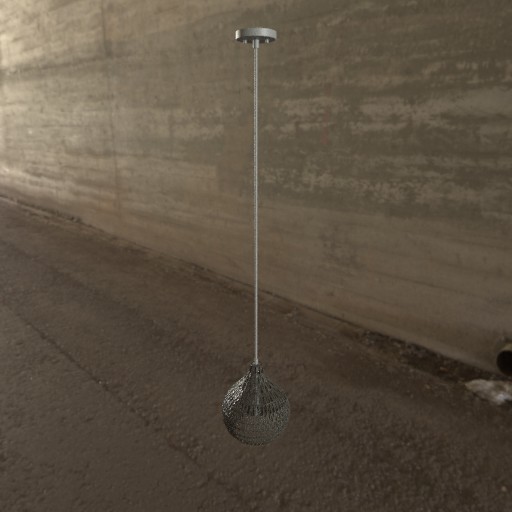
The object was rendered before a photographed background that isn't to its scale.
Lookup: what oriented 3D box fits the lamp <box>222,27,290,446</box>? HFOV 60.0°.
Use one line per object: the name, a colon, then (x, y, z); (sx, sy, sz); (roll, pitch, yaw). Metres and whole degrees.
lamp: (0.000, 0.000, 2.089); (0.355, 1.919, 0.355); (2, 16, 8)
